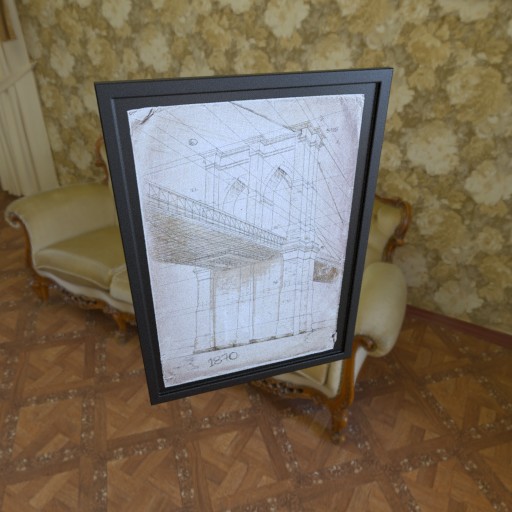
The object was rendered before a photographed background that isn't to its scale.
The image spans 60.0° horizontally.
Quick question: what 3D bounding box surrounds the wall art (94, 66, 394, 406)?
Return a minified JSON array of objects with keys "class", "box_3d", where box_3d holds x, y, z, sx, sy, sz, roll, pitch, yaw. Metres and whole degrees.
[{"class":"wall art","box_3d":[0.000,0.000,0.856,0.480,0.657,0.016,-9,32,-15]}]
